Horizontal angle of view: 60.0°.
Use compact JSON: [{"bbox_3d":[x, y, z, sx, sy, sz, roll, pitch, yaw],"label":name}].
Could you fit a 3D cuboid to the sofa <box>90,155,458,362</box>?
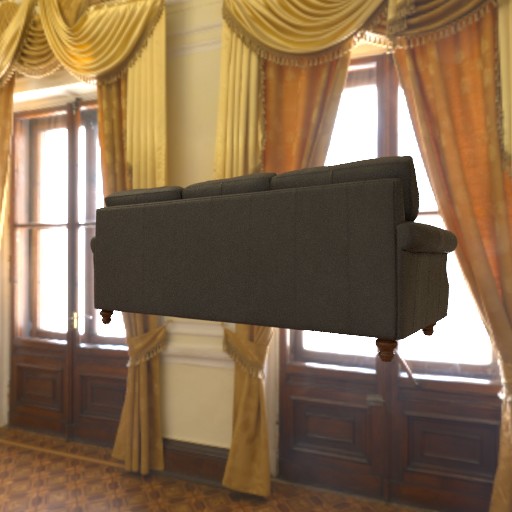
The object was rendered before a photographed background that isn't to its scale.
[{"bbox_3d":[0.000,0.000,2.951,2.387,0.977,0.974,0,0,34],"label":"sofa"}]
